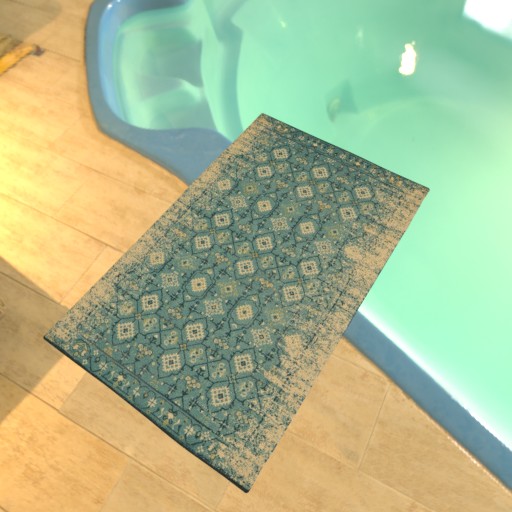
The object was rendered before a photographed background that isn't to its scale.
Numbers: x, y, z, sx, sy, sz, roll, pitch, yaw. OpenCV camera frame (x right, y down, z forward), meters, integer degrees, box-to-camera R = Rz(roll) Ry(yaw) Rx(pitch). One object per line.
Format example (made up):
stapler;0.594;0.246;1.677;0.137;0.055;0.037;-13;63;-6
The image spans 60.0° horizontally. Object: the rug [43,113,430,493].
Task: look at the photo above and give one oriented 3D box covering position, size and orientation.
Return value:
rug;0.000;0.000;3.021;1.530;0.015;2.449;30;63;17
